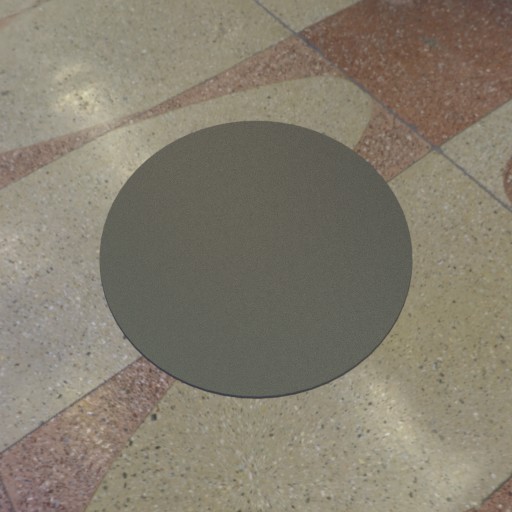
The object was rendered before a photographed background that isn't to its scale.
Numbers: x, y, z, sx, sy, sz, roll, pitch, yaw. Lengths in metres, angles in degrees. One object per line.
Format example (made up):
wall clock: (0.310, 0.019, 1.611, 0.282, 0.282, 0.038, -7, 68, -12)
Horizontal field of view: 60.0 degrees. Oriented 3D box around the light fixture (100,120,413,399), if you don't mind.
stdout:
light fixture: (0.000, 0.000, 0.569, 0.368, 0.100, 0.368, 0, 63, 0)
